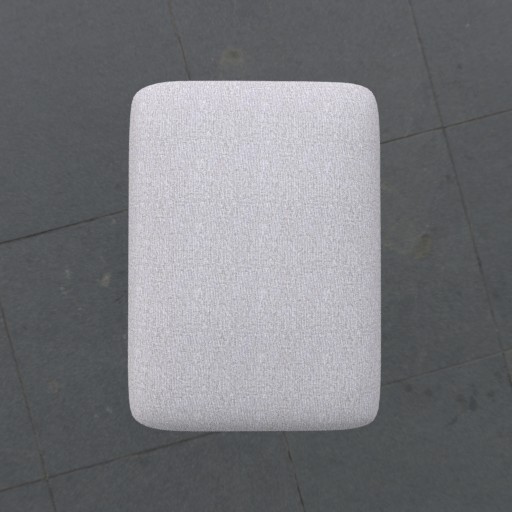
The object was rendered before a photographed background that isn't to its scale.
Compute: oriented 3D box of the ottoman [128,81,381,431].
[{"bbox_3d":[0.000,0.000,1.089,0.568,0.420,0.772,0,89,-1],"label":"ottoman"}]
